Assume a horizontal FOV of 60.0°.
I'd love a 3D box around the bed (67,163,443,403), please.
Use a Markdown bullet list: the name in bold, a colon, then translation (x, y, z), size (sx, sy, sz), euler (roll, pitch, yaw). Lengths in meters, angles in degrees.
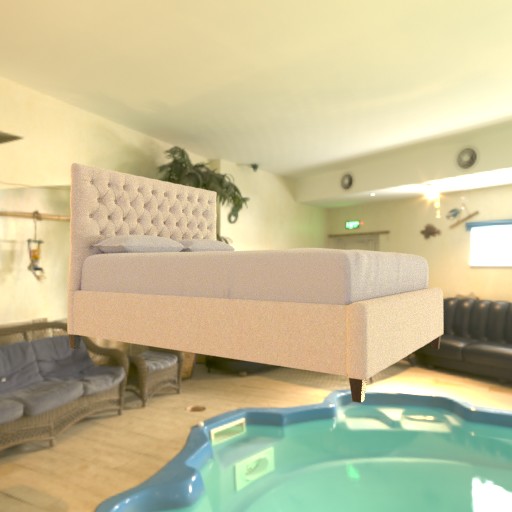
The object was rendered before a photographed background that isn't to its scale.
- **bed**: translation (0.000, 0.000, 3.426), size (2.387, 1.427, 1.698), euler (-1, -1, 35)
